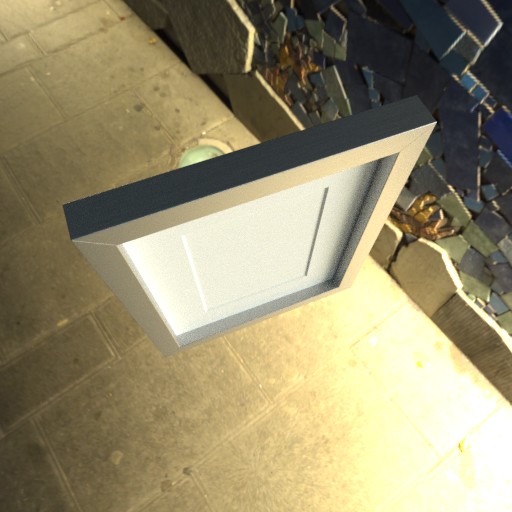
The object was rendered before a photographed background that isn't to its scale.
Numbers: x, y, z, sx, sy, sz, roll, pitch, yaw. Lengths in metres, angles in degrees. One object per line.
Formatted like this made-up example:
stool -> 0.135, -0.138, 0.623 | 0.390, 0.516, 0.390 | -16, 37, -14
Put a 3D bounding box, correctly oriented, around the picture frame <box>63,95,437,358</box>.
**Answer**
picture frame -> 0.000, 0.000, 0.396 | 0.233, 0.282, 0.036 | -19, 66, -9
